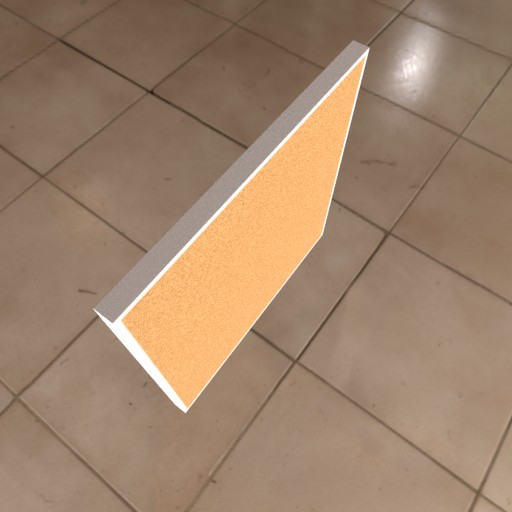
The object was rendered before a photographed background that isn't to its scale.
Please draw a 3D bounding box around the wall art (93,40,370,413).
[{"bbox_3d":[0.000,0.000,1.137,0.041,0.765,0.768,33,66,16],"label":"wall art"}]
